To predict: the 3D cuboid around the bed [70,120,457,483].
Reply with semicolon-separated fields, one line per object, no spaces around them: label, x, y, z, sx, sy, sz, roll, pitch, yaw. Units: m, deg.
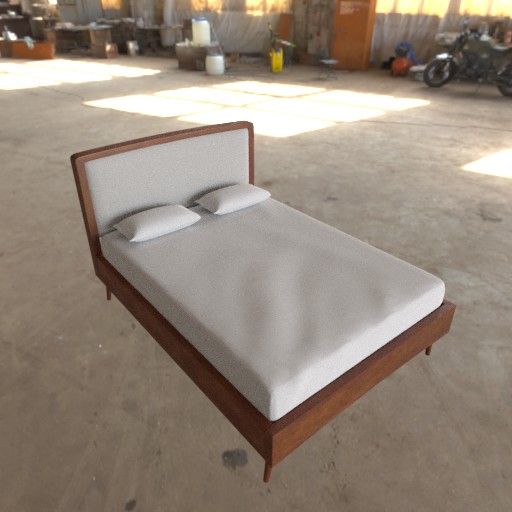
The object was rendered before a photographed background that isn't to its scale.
bed;0.000;0.000;3.110;1.587;1.275;2.196;-23;37;-33
